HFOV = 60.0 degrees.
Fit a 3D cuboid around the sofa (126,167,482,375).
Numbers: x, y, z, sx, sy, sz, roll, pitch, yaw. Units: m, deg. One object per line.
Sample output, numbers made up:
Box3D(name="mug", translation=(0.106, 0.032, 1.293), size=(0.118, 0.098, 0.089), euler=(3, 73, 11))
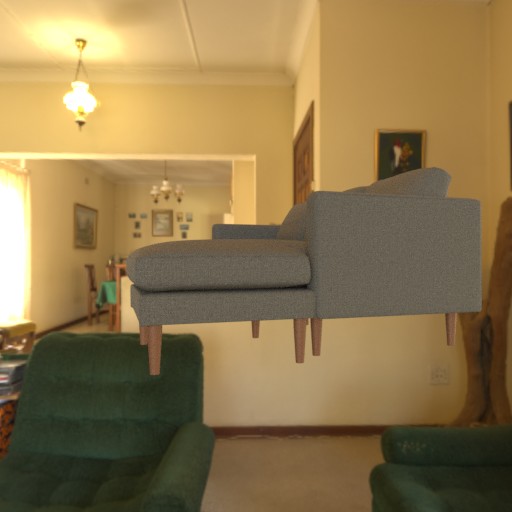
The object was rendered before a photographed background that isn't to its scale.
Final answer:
Box3D(name="sofa", translation=(0.000, 0.000, 2.790), size=(1.591, 0.897, 2.031), euler=(0, 0, -18))
